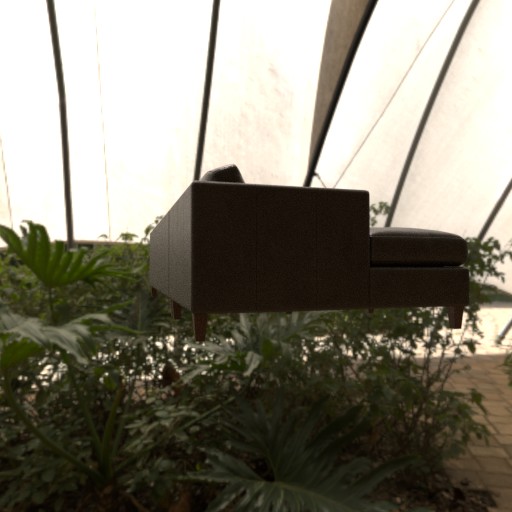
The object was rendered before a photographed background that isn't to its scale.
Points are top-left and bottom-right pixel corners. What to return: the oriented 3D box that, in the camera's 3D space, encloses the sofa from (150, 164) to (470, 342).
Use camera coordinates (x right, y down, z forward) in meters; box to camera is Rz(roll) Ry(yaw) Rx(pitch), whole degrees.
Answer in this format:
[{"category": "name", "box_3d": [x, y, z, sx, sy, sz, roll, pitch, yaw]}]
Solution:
[{"category": "sofa", "box_3d": [0.000, 0.000, 3.776, 1.581, 0.883, 3.203, 0, -2, -17]}]
